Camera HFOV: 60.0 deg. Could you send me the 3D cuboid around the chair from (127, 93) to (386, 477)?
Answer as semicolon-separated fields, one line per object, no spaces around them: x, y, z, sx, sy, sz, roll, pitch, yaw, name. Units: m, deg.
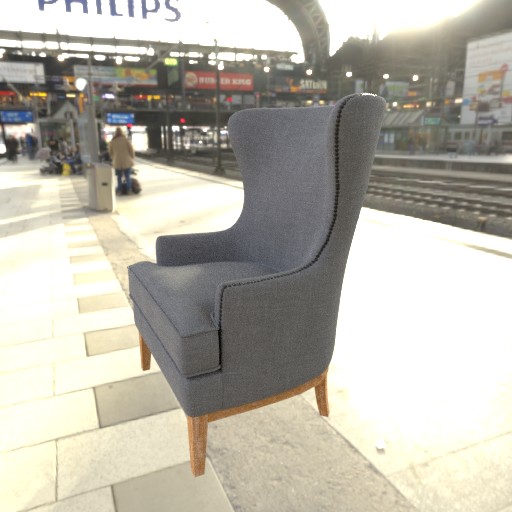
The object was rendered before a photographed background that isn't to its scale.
0.000;0.000;1.768;0.883;1.176;0.864;-7;16;-25;chair
